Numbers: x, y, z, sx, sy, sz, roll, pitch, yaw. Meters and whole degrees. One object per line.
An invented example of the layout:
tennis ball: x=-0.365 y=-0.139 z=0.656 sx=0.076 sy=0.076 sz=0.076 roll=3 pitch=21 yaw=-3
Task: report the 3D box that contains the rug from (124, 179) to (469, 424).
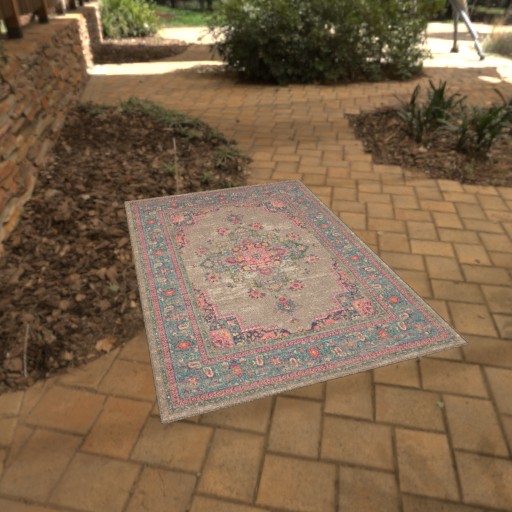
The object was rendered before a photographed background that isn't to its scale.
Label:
rug: x=0.000 y=0.000 z=3.797 sx=2.005 sy=0.013 sz=2.890 roll=-10 pitch=34 yaw=-15
